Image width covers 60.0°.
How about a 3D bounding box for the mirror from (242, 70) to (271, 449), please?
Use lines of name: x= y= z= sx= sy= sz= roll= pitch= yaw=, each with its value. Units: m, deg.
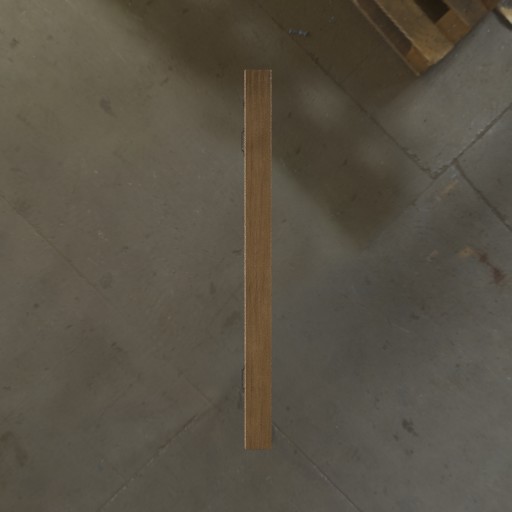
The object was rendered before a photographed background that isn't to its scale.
mirror: x=0.000 y=0.000 z=0.946 sx=0.040 sy=0.710 sz=0.507 roll=0 pitch=91 yaw=0
